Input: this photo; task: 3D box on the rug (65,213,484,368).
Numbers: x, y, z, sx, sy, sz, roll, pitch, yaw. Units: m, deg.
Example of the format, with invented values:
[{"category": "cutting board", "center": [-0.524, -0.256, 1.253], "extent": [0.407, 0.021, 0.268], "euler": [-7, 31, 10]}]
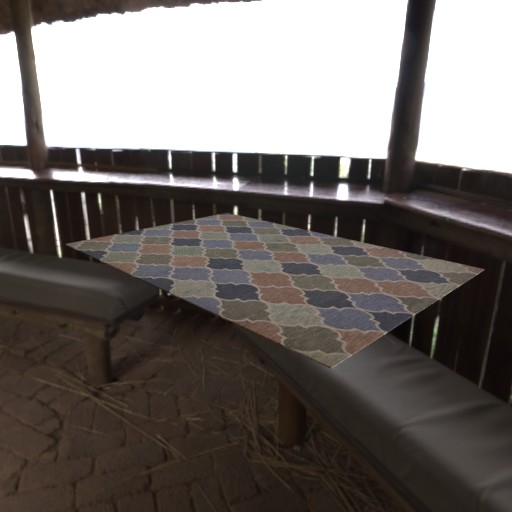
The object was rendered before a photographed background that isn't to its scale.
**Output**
[{"category": "rug", "center": [0.000, 0.000, 2.868], "extent": [1.521, 0.006, 2.284], "euler": [-17, 24, -42]}]
